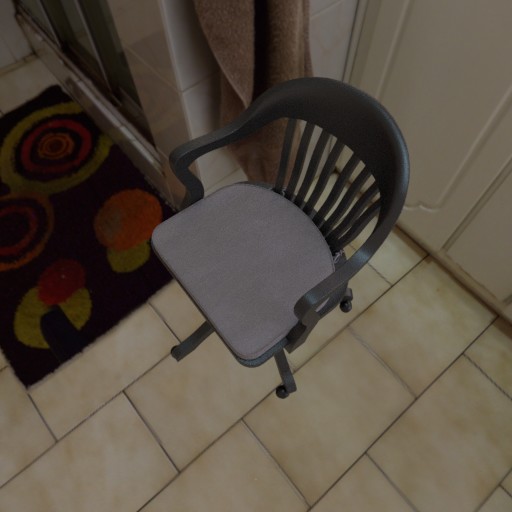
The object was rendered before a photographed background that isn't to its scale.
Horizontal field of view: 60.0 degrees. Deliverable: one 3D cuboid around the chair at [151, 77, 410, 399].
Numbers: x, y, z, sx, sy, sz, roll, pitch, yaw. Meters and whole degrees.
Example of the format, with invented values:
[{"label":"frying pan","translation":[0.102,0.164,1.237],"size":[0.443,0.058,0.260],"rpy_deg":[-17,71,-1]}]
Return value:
[{"label":"chair","translation":[0.000,0.000,1.440],"size":[0.788,0.878,0.750],"rpy_deg":[-35,68,-16]}]
